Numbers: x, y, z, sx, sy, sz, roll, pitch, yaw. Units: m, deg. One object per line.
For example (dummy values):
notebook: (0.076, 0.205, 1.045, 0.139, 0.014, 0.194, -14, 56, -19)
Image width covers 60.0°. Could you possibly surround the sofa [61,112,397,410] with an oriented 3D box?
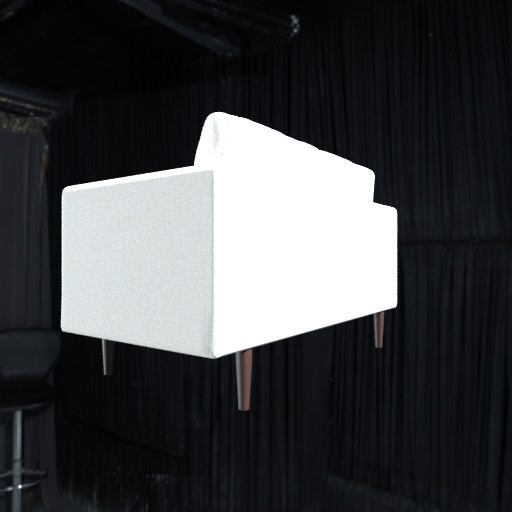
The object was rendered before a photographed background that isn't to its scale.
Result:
sofa: (0.000, 0.000, 1.968, 0.796, 0.908, 1.430, 0, 0, 36)
